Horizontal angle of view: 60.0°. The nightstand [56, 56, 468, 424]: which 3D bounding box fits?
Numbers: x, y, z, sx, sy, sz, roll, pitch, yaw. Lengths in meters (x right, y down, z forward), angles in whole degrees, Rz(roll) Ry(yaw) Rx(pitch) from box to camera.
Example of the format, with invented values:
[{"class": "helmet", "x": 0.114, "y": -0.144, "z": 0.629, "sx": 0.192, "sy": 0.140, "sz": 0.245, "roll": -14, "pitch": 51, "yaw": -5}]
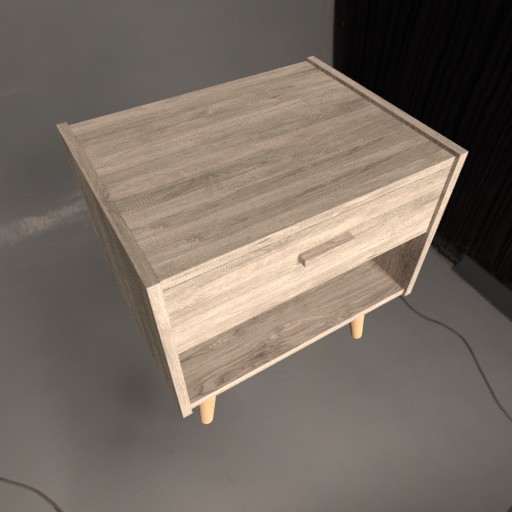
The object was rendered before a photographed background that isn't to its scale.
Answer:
[{"class": "nightstand", "x": 0.000, "y": 0.000, "z": 0.829, "sx": 0.480, "sy": 0.500, "sz": 0.380, "roll": -24, "pitch": 51, "yaw": -21}]
